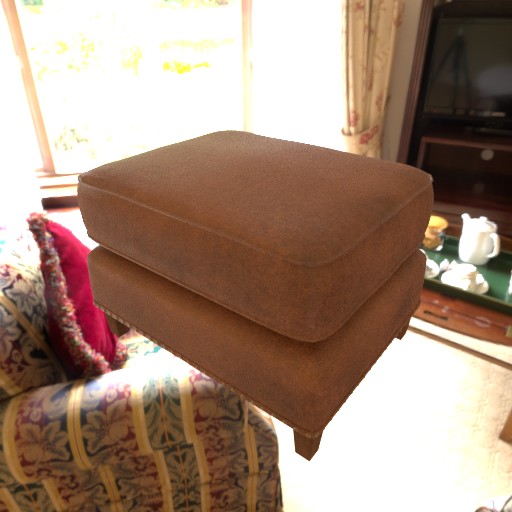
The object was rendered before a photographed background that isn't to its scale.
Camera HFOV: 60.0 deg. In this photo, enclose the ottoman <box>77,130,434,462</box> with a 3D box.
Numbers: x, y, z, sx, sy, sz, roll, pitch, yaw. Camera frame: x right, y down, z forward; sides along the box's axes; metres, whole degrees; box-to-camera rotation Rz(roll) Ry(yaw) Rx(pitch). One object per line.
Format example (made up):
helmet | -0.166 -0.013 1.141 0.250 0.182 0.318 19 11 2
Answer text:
ottoman | 0.000 0.000 1.168 0.738 0.537 0.589 21 36 32
